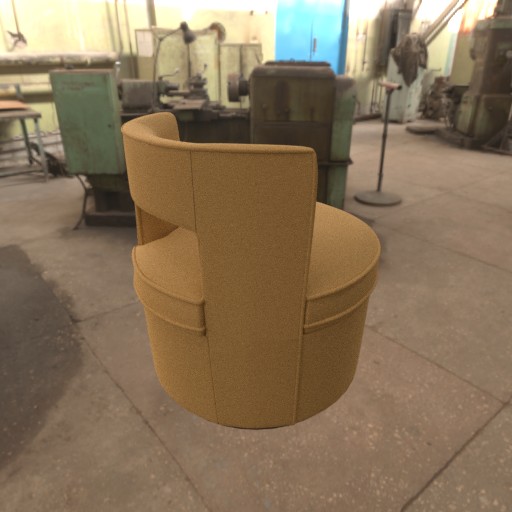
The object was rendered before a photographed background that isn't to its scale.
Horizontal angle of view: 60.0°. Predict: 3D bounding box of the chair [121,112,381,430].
[{"bbox_3d":[0.000,0.000,1.220,0.665,0.723,0.650,-18,31,-32],"label":"chair"}]
